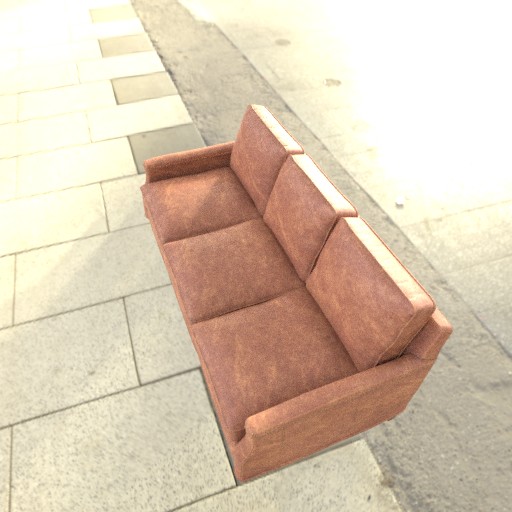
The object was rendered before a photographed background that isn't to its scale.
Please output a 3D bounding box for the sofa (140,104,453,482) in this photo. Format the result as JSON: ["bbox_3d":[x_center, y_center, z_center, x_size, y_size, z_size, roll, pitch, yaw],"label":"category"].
[{"bbox_3d":[0.000,0.000,2.803,1.084,1.003,2.246,-16,48,-15],"label":"sofa"}]
